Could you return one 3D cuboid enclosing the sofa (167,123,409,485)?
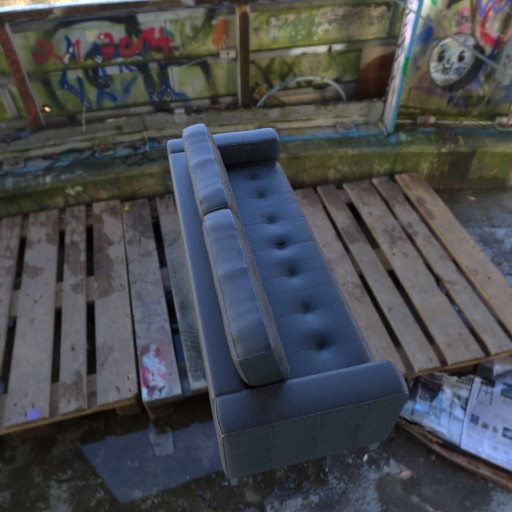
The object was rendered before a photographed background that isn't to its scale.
[{"bbox_3d":[0.000,0.000,2.684,0.833,0.893,2.275,-10,46,-9],"label":"sofa"}]
